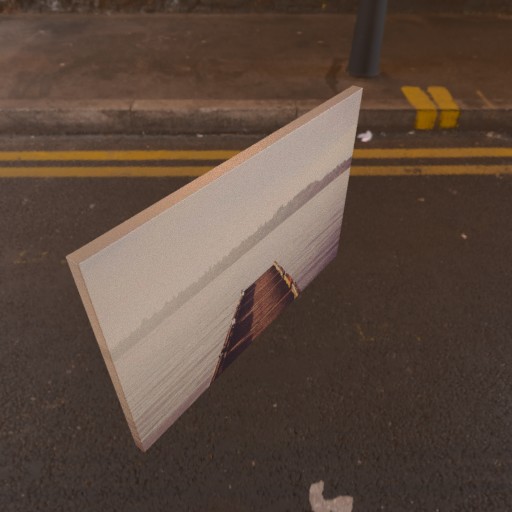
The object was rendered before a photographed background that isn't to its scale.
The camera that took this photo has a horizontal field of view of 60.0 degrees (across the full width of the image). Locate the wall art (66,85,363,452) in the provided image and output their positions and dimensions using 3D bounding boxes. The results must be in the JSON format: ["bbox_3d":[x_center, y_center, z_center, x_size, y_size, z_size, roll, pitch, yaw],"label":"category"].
[{"bbox_3d":[0.000,0.000,0.771,0.021,0.410,0.615,27,48,28],"label":"wall art"}]
